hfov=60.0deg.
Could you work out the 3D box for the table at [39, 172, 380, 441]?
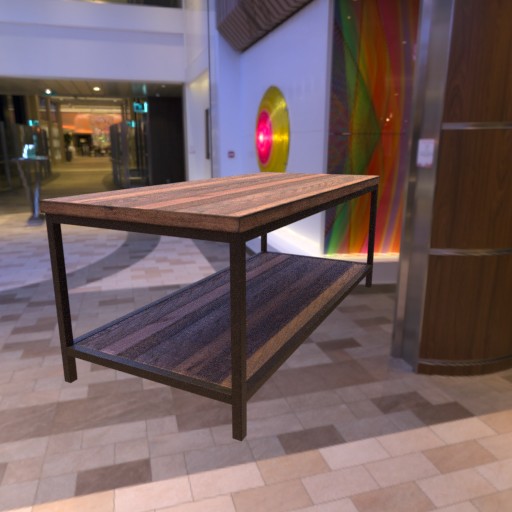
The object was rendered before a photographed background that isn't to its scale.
[{"bbox_3d":[0.000,0.000,1.248,0.452,0.399,0.990,7,16,26],"label":"table"}]
